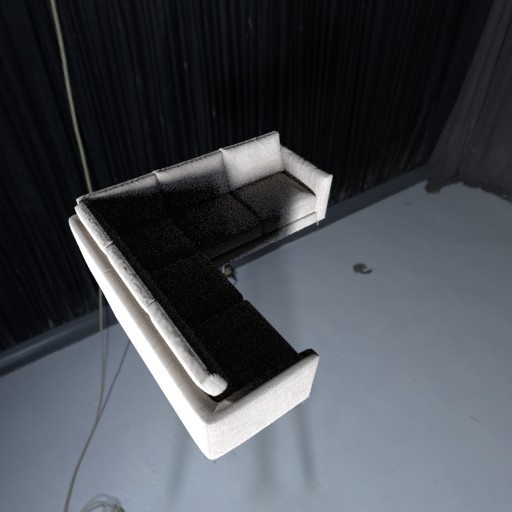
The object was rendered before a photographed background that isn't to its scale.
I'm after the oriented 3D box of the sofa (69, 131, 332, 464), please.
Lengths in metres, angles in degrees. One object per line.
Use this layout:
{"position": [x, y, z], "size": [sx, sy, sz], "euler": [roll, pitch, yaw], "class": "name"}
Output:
{"position": [0.000, 0.000, 3.865], "size": [2.438, 0.864, 2.438], "euler": [-26, 48, -26], "class": "sofa"}
